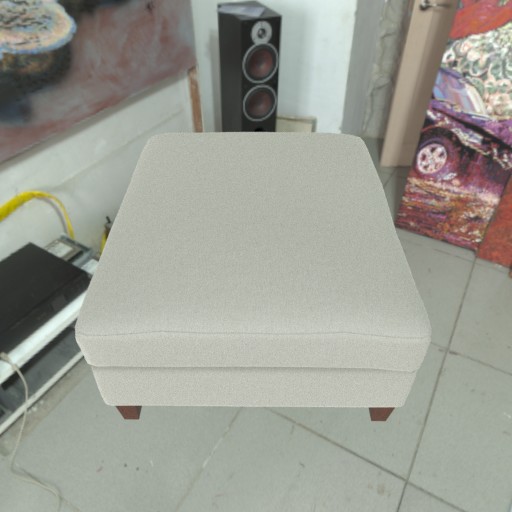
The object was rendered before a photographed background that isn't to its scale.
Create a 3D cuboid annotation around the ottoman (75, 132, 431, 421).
[{"bbox_3d":[0.000,0.000,1.468,0.836,0.492,0.976,0,42,0],"label":"ottoman"}]
